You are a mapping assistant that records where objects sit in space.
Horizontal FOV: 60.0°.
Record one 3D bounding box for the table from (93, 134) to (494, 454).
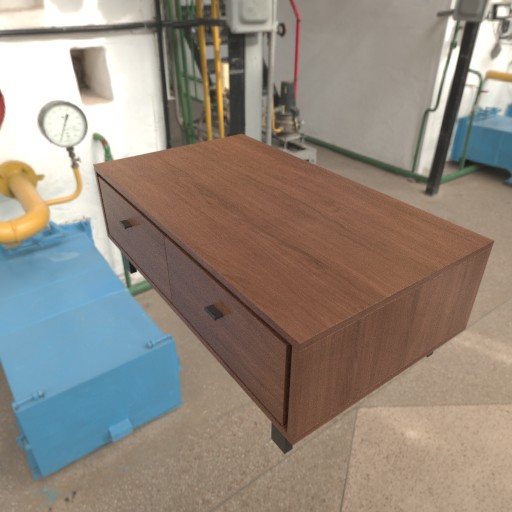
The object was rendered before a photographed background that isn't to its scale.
[{"bbox_3d":[0.000,0.000,1.309,0.600,0.380,1.020,-21,37,-30],"label":"table"}]
